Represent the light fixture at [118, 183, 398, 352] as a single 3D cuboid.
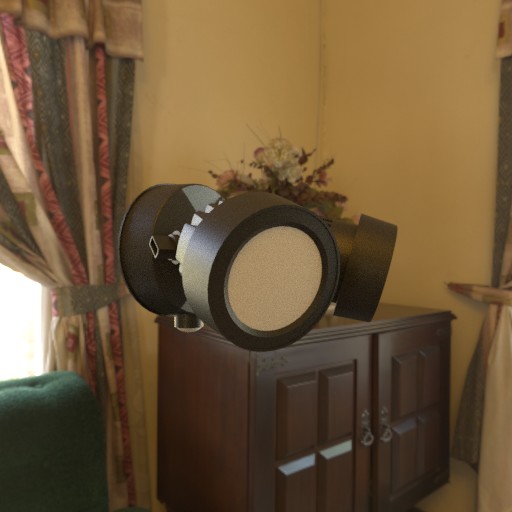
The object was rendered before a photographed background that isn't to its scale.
[{"bbox_3d":[0.000,0.000,0.315,0.168,0.120,0.213,0,-1,36],"label":"light fixture"}]
